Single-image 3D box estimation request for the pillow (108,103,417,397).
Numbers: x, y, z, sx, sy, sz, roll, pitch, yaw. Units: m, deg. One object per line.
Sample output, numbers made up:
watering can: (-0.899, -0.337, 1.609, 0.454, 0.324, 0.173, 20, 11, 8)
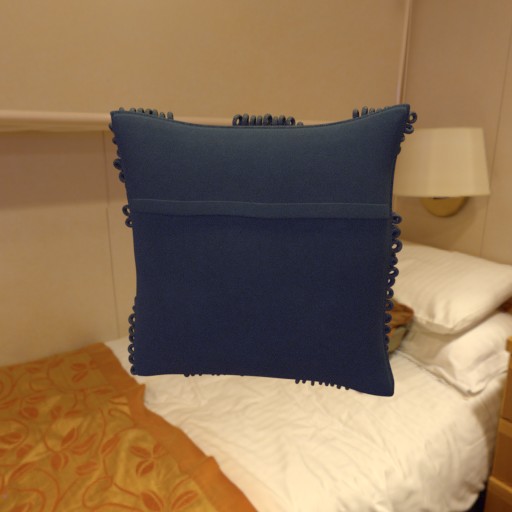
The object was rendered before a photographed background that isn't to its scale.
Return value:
pillow: (0.000, 0.000, 0.722, 0.469, 0.466, 0.172, 2, 15, 7)
